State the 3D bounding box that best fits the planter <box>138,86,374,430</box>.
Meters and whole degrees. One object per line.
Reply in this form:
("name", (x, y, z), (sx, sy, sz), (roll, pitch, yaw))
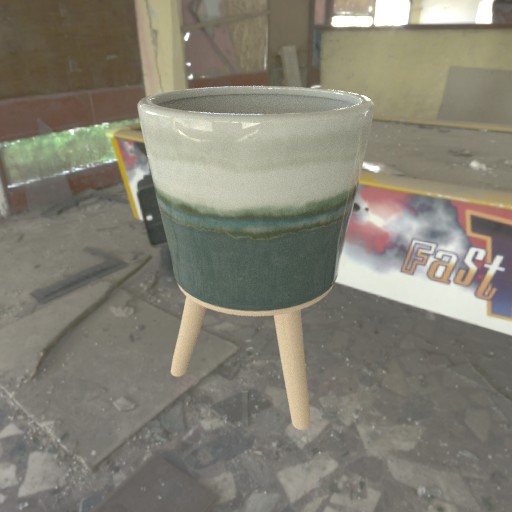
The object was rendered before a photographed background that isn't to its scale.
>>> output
("planter", (0.000, 0.000, 0.488), (0.217, 0.331, 0.217), (-8, 28, -16))
